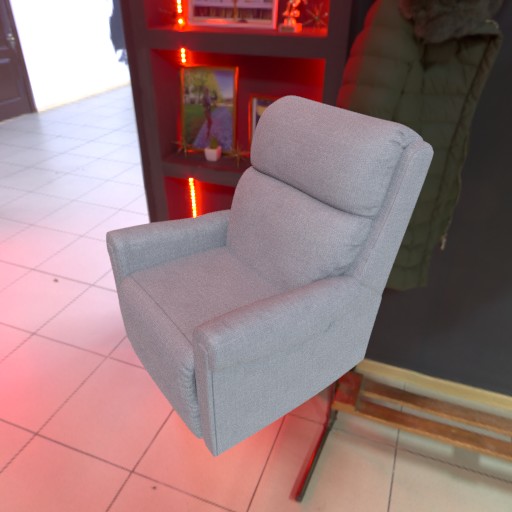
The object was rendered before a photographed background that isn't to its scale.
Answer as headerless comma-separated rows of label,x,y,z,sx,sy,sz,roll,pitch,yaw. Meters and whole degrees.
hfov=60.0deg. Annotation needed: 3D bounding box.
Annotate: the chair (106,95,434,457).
chair,0.000,0.000,1.762,1.014,1.054,0.838,-21,38,-30
